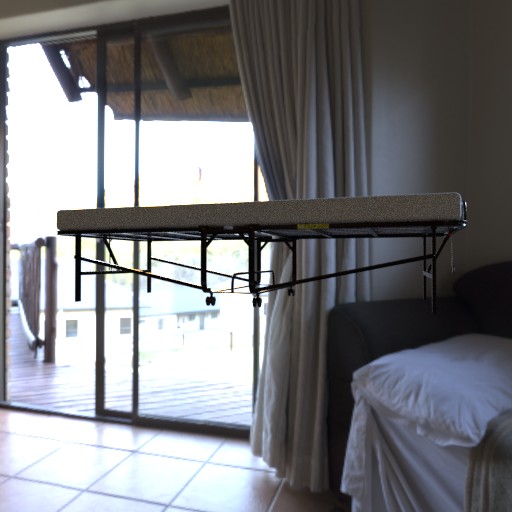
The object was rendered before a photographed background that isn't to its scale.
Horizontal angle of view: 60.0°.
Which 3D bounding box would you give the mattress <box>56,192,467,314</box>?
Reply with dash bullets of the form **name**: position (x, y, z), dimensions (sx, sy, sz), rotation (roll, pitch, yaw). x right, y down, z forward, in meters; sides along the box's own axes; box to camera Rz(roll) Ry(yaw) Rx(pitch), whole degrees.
- **mattress**: position (0.000, 0.000, 2.583), dimensions (2.153, 0.519, 0.922), rotation (0, -1, 18)
